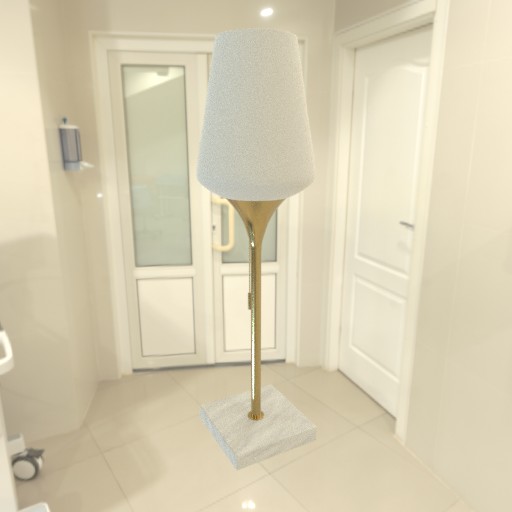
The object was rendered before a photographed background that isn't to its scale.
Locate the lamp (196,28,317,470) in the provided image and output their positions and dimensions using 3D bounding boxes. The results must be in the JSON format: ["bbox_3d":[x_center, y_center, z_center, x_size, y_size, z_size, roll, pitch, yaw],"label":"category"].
[{"bbox_3d":[0.000,0.000,0.709,0.181,0.639,0.181,-8,17,-27],"label":"lamp"}]
